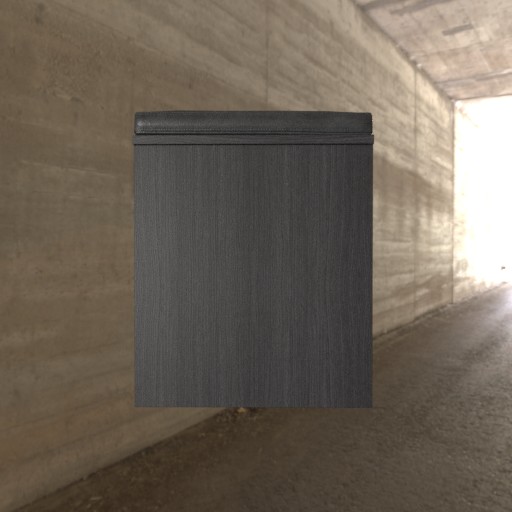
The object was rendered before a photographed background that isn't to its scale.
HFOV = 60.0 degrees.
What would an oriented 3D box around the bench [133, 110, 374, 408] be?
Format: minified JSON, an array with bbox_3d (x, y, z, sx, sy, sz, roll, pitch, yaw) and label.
[{"bbox_3d":[0.000,0.000,1.188,0.401,0.501,0.905,0,1,1],"label":"bench"}]
